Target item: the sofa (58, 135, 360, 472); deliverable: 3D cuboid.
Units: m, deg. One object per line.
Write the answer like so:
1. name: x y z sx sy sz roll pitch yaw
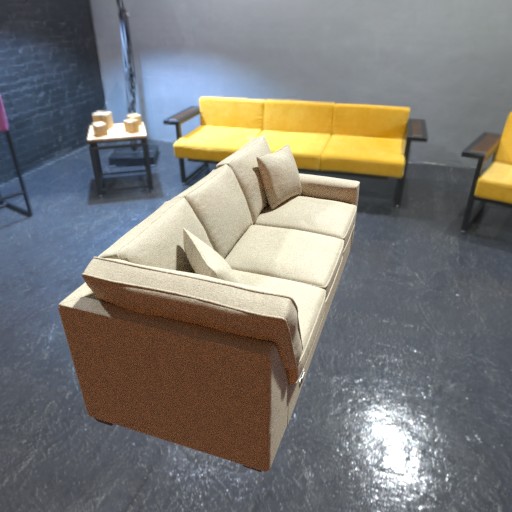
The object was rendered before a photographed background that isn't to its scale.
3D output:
1. sofa: 0.000 0.000 2.858 1.053 0.948 2.323 10 32 17
